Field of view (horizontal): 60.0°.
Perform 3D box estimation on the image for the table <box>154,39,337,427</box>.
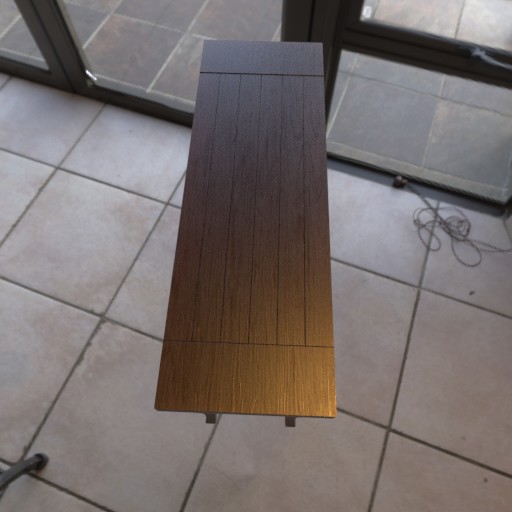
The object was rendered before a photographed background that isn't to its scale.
[{"bbox_3d":[0.000,0.000,1.442,0.373,0.768,1.062,2,64,1],"label":"table"}]
